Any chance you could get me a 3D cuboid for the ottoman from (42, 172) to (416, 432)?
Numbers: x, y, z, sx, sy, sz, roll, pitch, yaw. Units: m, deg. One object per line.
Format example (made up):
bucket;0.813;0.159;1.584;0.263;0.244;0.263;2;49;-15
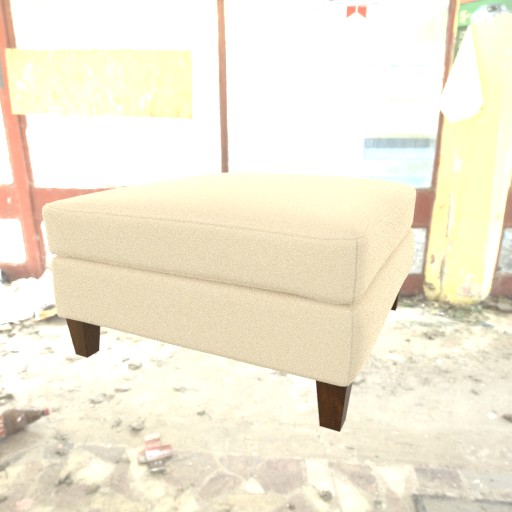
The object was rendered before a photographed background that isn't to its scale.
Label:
ottoman;0.000;0.000;1.354;0.838;0.479;0.838;8;18;25
